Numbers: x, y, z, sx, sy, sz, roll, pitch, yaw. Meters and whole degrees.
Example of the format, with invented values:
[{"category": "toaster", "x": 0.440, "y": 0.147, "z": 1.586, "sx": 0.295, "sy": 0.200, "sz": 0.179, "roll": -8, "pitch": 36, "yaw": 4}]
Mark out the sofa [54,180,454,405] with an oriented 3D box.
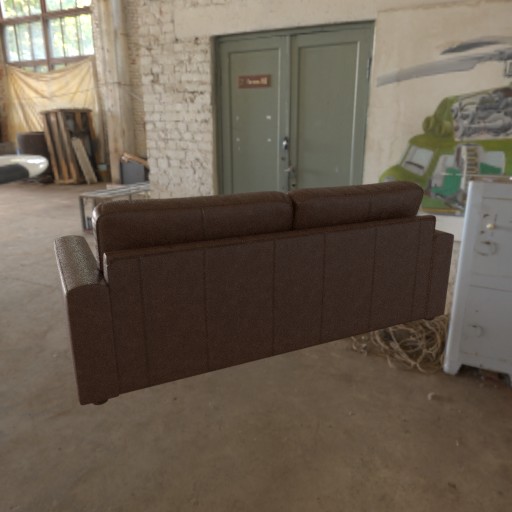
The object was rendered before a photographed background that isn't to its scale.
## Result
[{"category": "sofa", "x": 0.000, "y": 0.000, "z": 2.676, "sx": 2.179, "sy": 0.873, "sz": 1.016, "roll": -8, "pitch": 18, "yaw": -25}]
